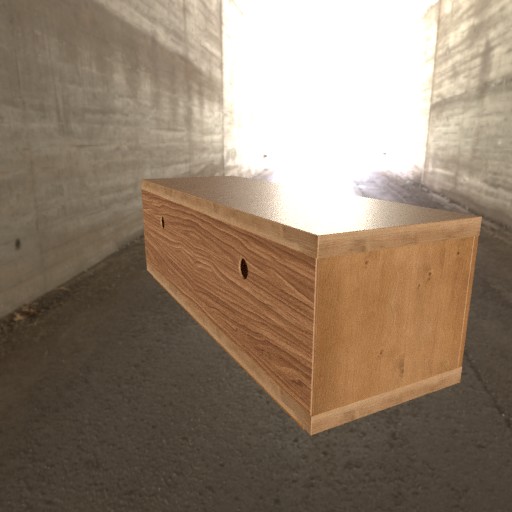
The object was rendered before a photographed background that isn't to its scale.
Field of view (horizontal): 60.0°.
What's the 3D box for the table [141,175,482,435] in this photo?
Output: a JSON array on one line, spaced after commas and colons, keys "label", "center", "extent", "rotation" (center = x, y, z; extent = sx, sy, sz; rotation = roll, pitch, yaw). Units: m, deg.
[{"label": "table", "center": [0.000, 0.000, 1.705], "extent": [0.499, 0.491, 1.499], "rotation": [-7, 16, -26]}]
